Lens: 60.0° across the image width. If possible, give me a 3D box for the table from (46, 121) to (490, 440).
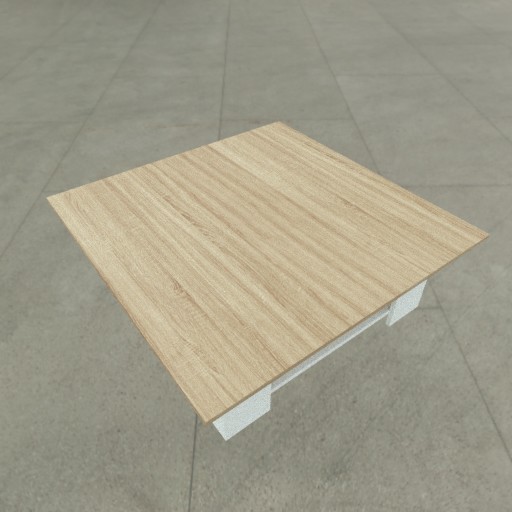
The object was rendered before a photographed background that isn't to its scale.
[{"bbox_3d":[0.000,0.000,1.347,0.890,0.305,0.890,-26,47,-27],"label":"table"}]
